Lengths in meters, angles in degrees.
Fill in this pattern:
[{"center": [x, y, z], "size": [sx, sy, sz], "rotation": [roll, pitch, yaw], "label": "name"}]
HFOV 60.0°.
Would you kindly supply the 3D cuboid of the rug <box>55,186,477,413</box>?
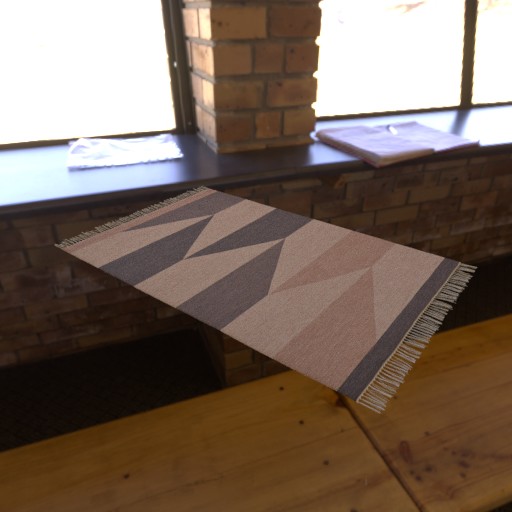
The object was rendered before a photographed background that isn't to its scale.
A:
[{"center": [0.000, 0.000, 2.443], "size": [2.021, 0.027, 1.224], "rotation": [21, 35, 32], "label": "rug"}]
